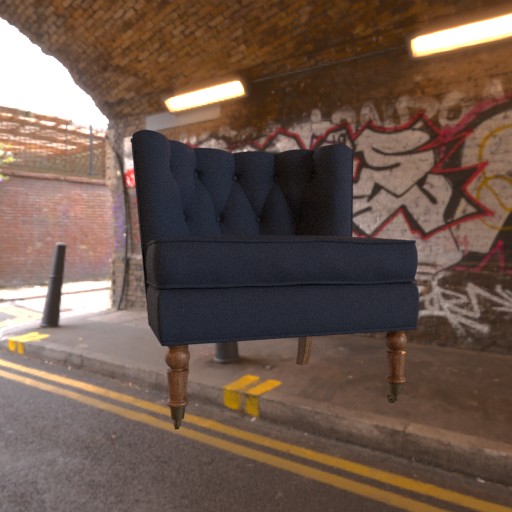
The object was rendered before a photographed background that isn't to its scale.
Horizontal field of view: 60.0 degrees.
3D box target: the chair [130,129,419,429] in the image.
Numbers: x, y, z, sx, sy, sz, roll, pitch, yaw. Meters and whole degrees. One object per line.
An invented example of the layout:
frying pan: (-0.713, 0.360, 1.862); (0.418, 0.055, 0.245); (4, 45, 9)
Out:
chair: (0.000, 0.000, 1.373); (0.740, 0.771, 0.718); (0, 1, -17)
